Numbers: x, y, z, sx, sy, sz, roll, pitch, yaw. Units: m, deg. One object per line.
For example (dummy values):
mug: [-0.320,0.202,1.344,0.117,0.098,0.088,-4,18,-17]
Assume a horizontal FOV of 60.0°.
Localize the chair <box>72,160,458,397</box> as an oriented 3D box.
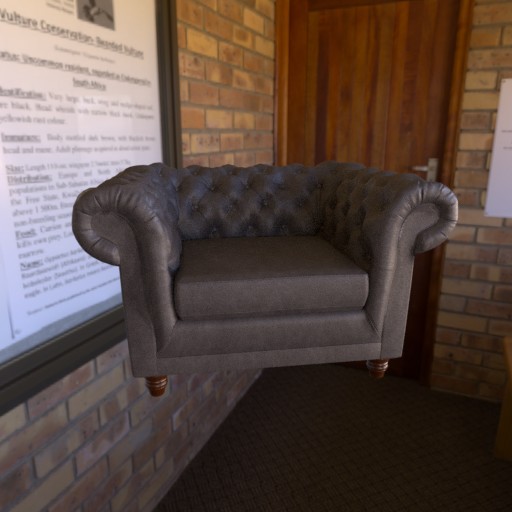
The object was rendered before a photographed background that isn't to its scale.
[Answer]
chair: [0.000,0.000,1.940,1.298,0.780,0.943,-2,15,-8]
